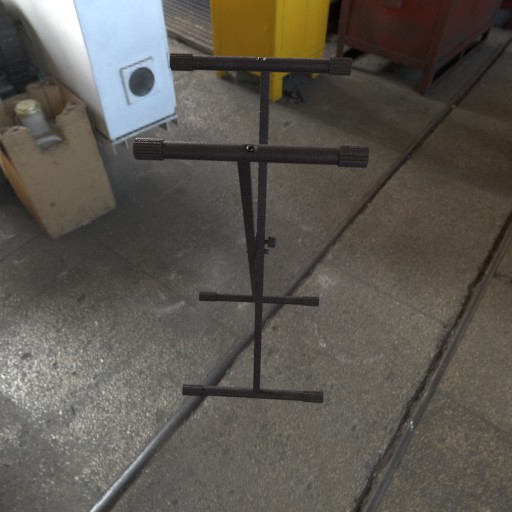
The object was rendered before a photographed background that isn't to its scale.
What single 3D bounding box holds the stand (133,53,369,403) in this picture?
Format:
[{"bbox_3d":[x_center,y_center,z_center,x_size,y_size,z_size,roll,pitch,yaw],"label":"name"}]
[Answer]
[{"bbox_3d":[0.000,0.000,1.203,0.449,0.940,0.409,3,48,2],"label":"stand"}]
